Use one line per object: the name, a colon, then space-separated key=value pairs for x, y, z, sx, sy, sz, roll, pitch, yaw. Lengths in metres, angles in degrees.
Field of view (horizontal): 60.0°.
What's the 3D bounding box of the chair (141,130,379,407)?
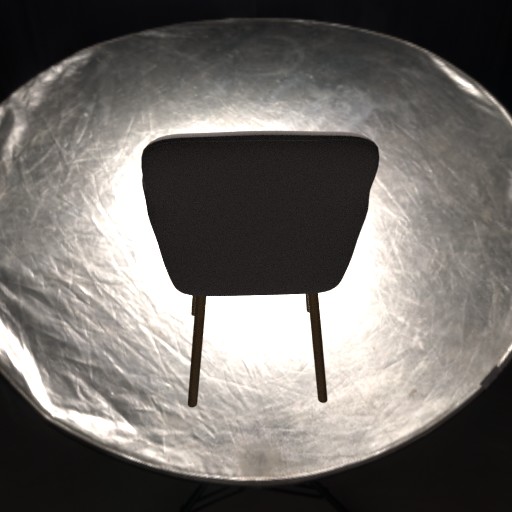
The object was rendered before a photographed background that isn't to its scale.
chair: x=0.000 y=0.000 z=1.206 sx=0.570 sy=0.830 sz=0.590 roll=-1 pitch=31 yaw=-2
